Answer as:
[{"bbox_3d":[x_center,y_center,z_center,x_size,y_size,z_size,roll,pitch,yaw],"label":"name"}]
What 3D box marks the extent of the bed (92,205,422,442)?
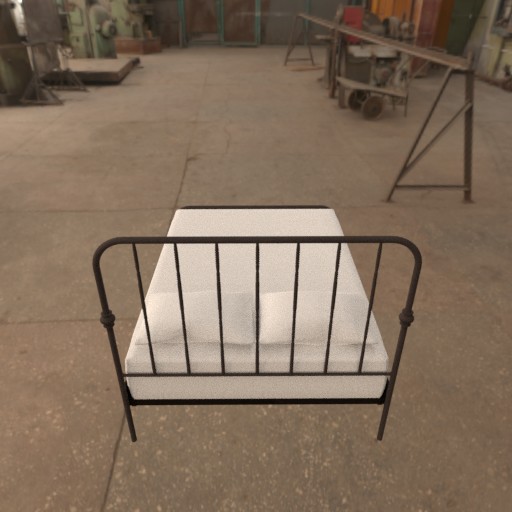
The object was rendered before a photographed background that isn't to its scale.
[{"bbox_3d":[0.000,0.000,3.290,1.616,1.446,2.134,0,31,0],"label":"bed"}]
